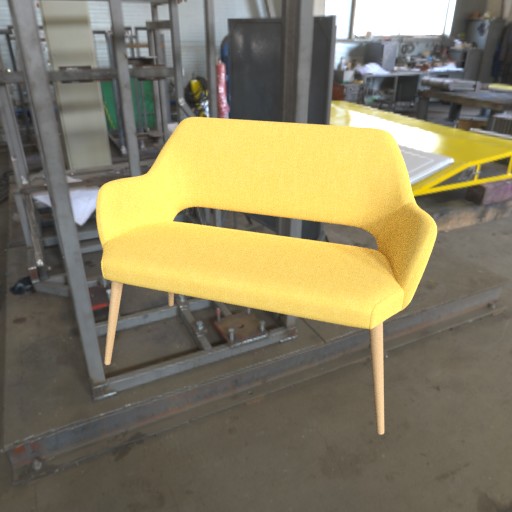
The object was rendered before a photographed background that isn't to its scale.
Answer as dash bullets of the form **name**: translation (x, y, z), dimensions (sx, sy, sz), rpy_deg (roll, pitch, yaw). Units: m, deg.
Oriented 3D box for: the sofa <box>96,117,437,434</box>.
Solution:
- **sofa**: translation (0.000, 0.000, 1.594), dimensions (1.150, 0.840, 0.610), rpy_deg (9, 28, 17)
